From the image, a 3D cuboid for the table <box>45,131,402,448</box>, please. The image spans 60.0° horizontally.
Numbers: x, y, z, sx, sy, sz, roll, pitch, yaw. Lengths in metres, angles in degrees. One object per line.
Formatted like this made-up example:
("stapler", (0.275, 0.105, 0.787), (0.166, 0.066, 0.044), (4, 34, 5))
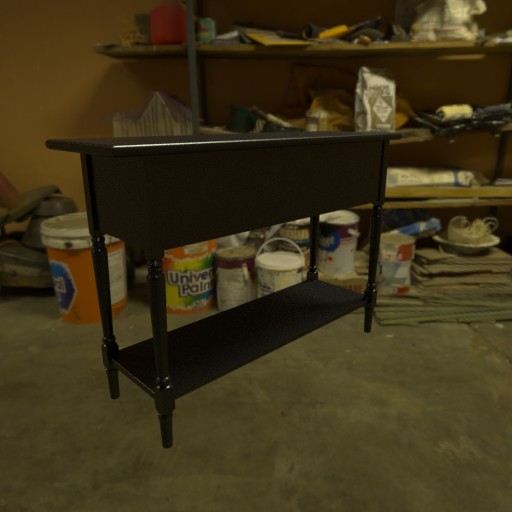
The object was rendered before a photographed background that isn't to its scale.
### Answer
("table", (0.000, 0.000, 1.561), (1.191, 0.819, 0.386), (-16, 23, -41))
